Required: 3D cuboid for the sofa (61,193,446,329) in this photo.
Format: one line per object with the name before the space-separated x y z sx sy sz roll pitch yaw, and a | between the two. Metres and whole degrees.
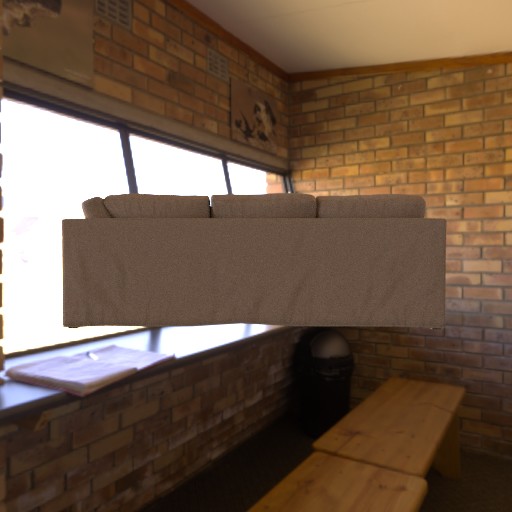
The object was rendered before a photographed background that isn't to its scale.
sofa | 0.000 0.000 4.489 2.427 0.882 3.460 0 1 0
